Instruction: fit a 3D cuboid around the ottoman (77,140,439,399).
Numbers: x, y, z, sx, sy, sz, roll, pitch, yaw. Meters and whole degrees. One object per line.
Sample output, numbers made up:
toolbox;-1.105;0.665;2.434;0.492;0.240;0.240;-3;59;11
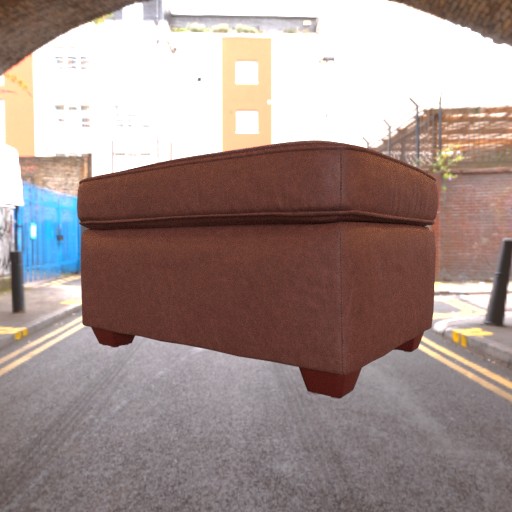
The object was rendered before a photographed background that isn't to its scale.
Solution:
ottoman;0.000;0.000;1.088;0.749;0.449;0.548;1;2;36
